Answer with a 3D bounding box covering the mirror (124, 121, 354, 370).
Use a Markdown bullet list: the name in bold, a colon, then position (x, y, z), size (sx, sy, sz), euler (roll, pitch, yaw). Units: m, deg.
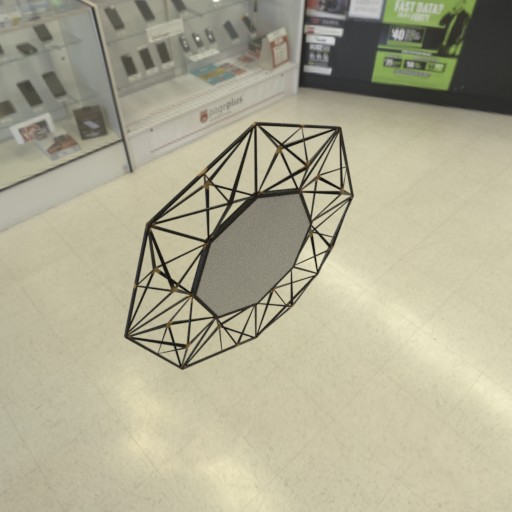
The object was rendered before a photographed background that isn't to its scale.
- **mirror**: position (0.000, 0.000, 1.070), size (0.710, 0.710, 0.094), euler (-32, 54, -27)
